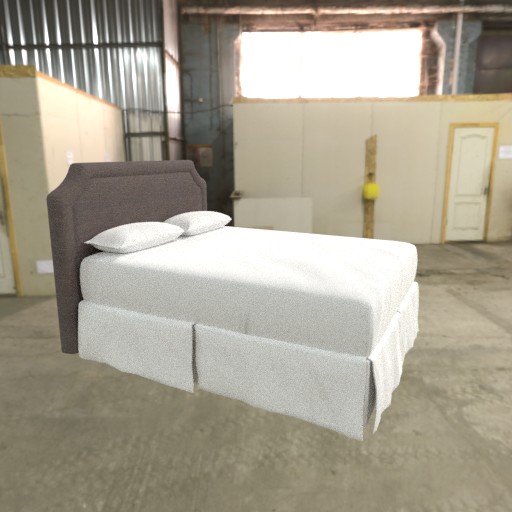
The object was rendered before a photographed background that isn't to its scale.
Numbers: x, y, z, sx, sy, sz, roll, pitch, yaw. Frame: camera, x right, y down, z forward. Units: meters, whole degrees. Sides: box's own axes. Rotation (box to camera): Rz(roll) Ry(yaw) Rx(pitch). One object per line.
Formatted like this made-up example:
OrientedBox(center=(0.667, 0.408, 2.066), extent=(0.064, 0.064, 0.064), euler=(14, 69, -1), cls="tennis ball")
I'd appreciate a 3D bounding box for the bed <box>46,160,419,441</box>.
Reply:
OrientedBox(center=(0.000, 0.000, 3.124), extent=(2.116, 1.290, 1.693), euler=(7, 15, 26), cls="bed")
